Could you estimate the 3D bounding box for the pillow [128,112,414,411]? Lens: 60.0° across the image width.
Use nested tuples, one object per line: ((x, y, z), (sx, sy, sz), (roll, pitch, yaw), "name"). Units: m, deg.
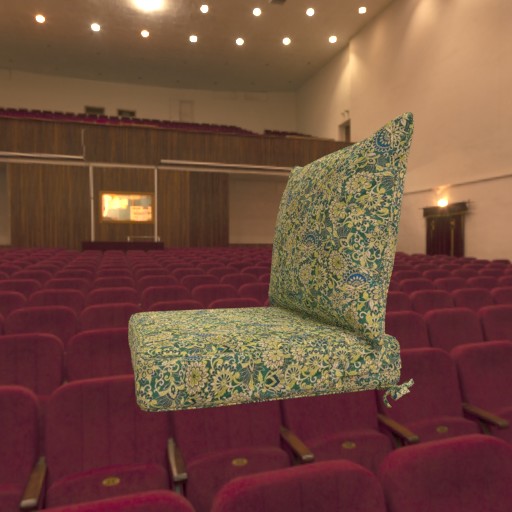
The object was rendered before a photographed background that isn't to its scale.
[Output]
((0.000, 0.000, 1.356), (0.740, 0.722, 0.798), (0, 1, -18), "pillow")
